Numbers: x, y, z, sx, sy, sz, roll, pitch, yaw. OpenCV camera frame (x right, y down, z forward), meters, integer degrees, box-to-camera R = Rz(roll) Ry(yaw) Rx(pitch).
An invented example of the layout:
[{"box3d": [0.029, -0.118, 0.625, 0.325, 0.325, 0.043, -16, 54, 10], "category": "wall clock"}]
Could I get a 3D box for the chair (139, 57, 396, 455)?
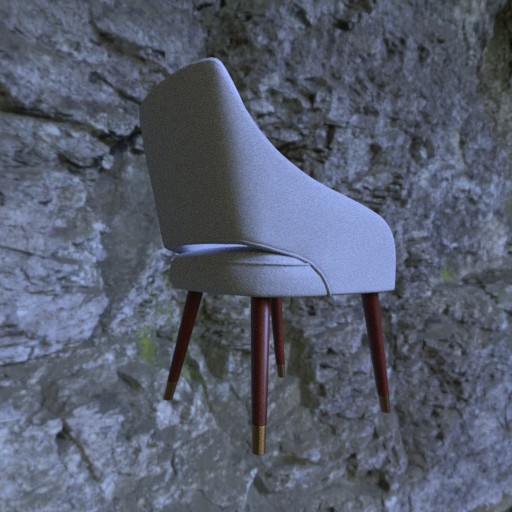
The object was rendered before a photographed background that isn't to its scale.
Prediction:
[{"box3d": [0.000, 0.000, 1.290, 0.600, 0.889, 0.609, 0, -1, -36], "category": "chair"}]
